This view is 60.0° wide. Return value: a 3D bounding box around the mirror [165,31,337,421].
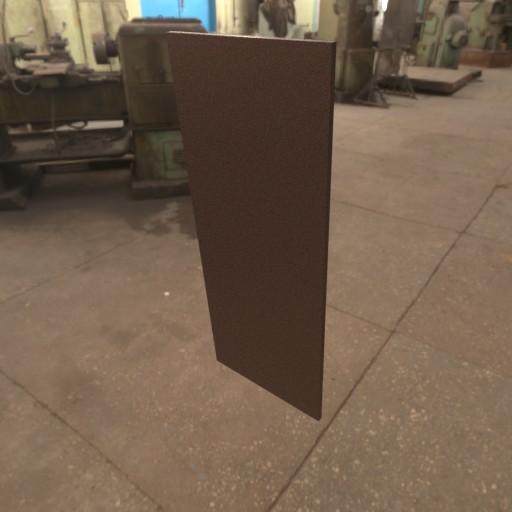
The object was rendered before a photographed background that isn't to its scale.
[{"bbox_3d":[0.000,0.000,2.253,0.812,2.020,0.221,22,37,33],"label":"mirror"}]
